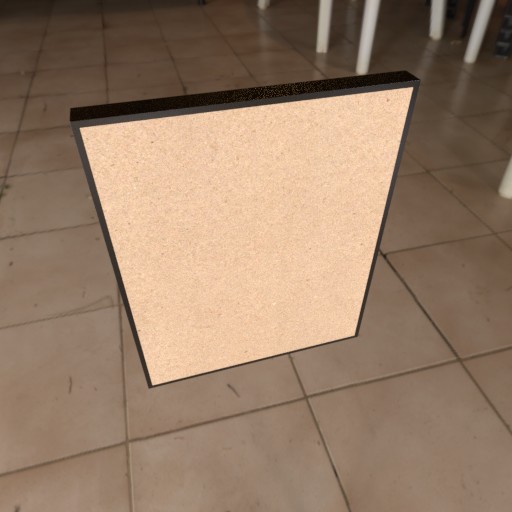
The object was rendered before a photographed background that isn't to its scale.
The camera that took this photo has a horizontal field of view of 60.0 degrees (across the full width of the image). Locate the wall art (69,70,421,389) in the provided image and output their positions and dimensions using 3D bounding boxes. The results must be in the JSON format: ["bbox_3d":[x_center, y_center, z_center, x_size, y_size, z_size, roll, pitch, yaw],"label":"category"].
[{"bbox_3d":[0.000,0.000,0.742,0.448,0.551,0.038,-11,43,-12],"label":"wall art"}]
